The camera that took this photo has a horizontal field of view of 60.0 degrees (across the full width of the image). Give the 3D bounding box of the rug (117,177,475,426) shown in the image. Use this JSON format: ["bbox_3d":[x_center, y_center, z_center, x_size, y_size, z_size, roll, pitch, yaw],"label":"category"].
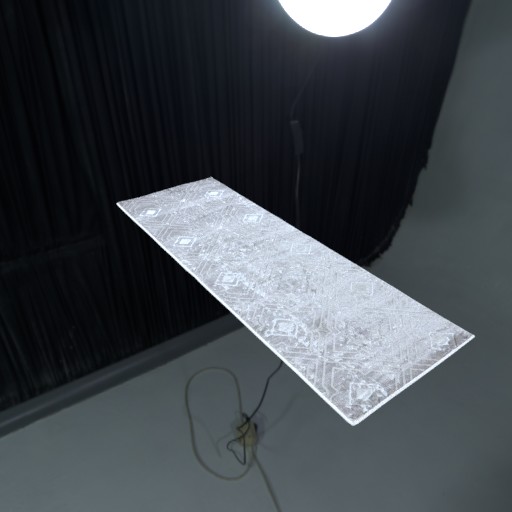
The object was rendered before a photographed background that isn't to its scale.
[{"bbox_3d":[0.000,0.000,2.705,0.832,0.035,2.381,-22,39,-30],"label":"rug"}]
